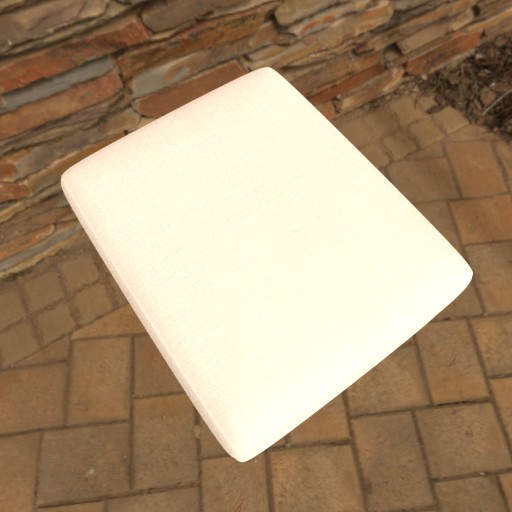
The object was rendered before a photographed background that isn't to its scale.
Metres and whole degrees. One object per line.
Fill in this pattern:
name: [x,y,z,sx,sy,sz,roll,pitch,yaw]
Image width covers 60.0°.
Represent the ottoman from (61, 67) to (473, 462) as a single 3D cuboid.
ottoman: [0.000,0.000,1.171,0.657,0.453,0.794,-33,69,-14]
